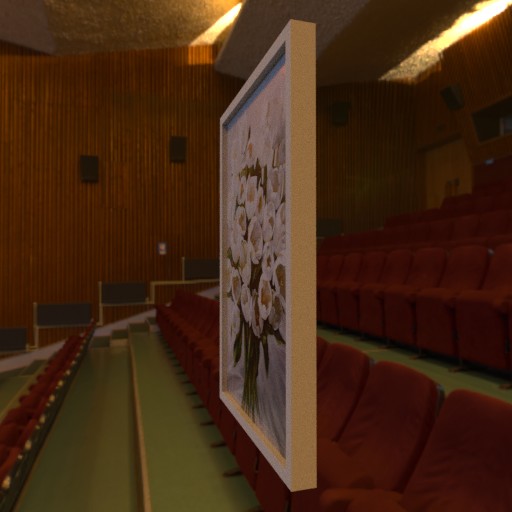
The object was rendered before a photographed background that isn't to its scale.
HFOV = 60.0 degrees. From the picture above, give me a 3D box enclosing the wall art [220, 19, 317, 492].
[{"bbox_3d":[0.000,0.000,0.545,0.025,0.428,0.293,0,-1,-17],"label":"wall art"}]
